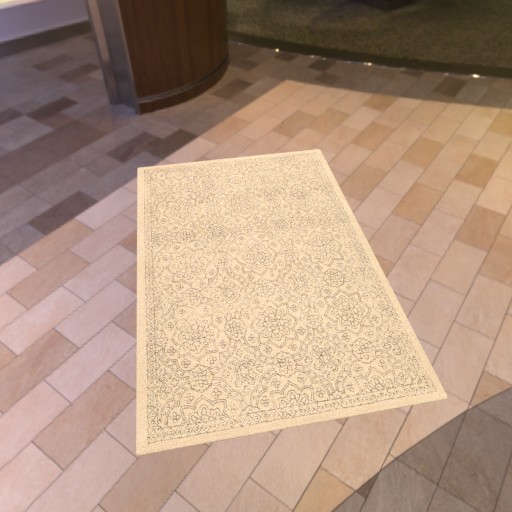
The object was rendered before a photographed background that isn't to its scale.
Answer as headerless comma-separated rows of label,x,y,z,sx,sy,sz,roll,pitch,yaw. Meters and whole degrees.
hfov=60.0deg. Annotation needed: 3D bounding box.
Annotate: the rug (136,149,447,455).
rug,0.000,0.000,2.310,1.219,0.010,1.829,-8,46,-7
